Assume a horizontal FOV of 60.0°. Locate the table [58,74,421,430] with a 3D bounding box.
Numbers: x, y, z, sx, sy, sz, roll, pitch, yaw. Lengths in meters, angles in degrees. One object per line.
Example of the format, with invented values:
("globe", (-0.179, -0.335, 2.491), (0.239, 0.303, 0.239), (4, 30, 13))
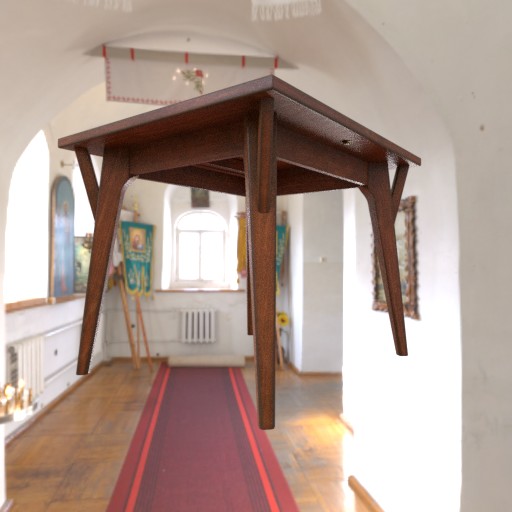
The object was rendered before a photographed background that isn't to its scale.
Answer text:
("table", (0.000, 0.000, 1.558), (0.838, 0.761, 0.991), (0, 0, 37))
